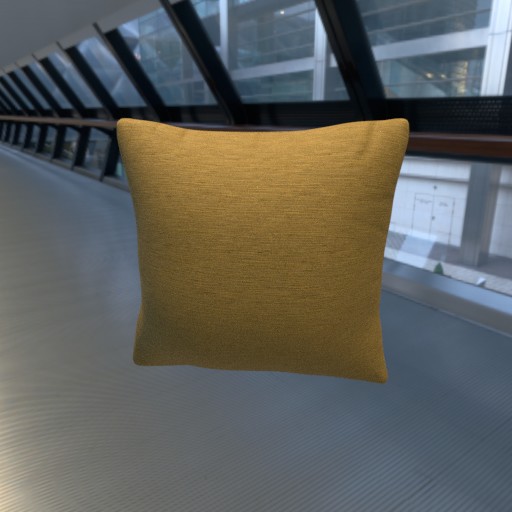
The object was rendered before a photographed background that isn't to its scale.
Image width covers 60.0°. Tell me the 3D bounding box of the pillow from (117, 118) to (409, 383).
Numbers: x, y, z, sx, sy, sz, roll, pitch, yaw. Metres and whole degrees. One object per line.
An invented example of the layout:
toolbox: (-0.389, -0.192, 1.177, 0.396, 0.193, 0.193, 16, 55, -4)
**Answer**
pillow: (0.000, 0.000, 0.702, 0.435, 0.417, 0.247, 2, 17, 8)
